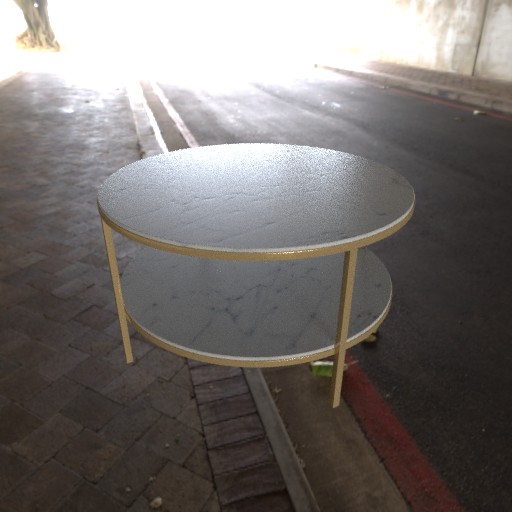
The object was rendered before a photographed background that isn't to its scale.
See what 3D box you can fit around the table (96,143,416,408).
[{"bbox_3d":[0.000,0.000,1.268,0.800,0.450,0.800,0,28,0],"label":"table"}]
